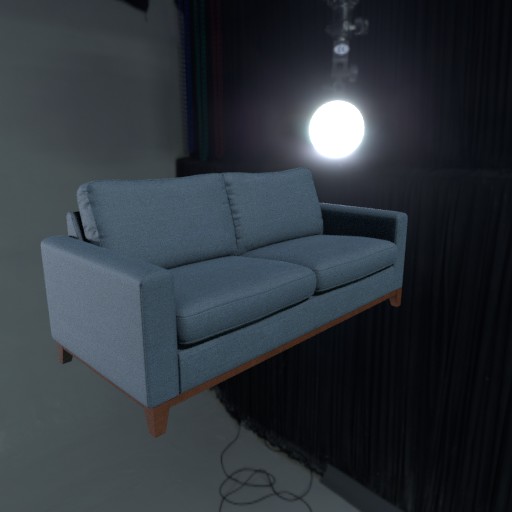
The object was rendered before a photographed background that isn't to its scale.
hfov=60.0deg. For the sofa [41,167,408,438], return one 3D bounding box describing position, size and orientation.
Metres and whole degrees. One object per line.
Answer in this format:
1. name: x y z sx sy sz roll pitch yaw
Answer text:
1. sofa: 0.000 0.000 2.398 0.877 0.865 1.900 14 20 42
